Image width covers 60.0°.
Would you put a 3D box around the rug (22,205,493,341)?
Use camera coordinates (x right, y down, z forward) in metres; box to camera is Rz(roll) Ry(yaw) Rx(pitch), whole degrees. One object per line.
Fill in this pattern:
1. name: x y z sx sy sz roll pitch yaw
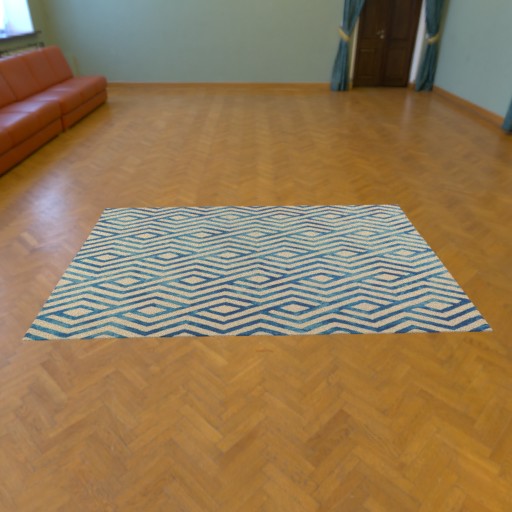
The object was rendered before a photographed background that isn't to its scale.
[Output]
1. rug: 0.000 0.000 2.248 1.830 0.008 1.225 -1 30 -2
